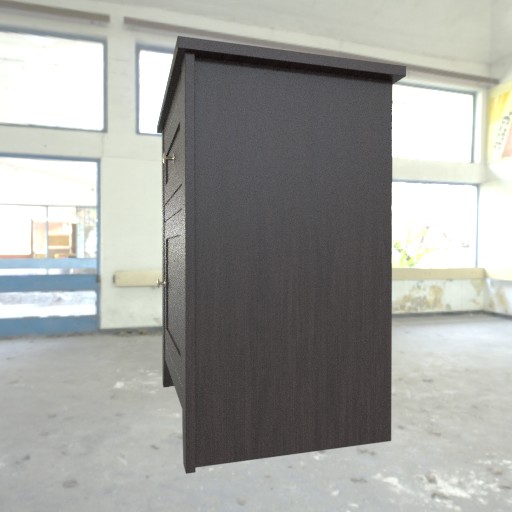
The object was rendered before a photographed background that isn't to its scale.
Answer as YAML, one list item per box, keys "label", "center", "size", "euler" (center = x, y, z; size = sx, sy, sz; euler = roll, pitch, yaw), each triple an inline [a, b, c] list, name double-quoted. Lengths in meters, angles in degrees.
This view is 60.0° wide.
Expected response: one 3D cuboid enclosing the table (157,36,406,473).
- label: "table"
  center: [0.000, 0.000, 0.917]
  size: [0.381, 0.635, 0.480]
  euler: [0, 1, -16]
